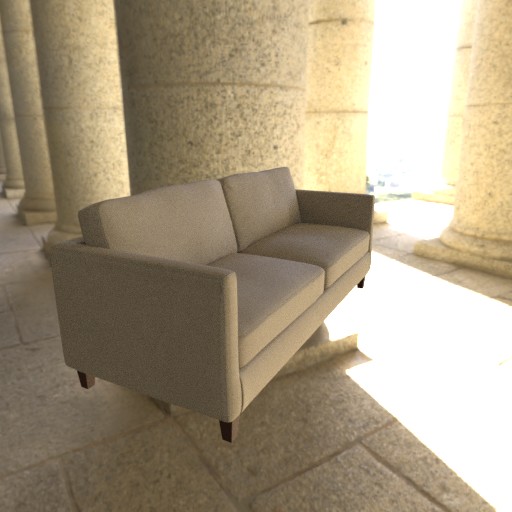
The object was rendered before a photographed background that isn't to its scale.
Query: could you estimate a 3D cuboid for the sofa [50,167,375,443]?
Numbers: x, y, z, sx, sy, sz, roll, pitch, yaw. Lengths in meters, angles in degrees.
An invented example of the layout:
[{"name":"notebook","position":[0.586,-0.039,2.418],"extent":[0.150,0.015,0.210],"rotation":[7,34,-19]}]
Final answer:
[{"name":"sofa","position":[0.000,0.000,2.710],"extent":[0.948,0.932,2.181],"rotation":[8,18,27]}]
